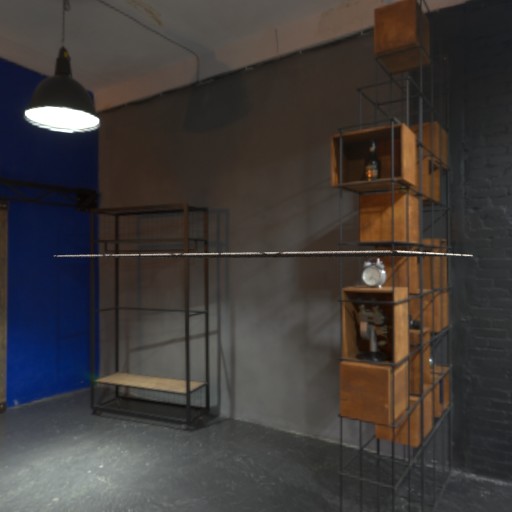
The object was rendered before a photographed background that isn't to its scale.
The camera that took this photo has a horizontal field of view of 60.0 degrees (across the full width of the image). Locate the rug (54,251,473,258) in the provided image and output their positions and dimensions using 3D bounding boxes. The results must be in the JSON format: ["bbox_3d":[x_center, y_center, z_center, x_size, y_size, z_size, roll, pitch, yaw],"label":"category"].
[{"bbox_3d":[0.000,0.000,3.059,2.465,0.008,1.526,-1,-1,36],"label":"rug"}]
